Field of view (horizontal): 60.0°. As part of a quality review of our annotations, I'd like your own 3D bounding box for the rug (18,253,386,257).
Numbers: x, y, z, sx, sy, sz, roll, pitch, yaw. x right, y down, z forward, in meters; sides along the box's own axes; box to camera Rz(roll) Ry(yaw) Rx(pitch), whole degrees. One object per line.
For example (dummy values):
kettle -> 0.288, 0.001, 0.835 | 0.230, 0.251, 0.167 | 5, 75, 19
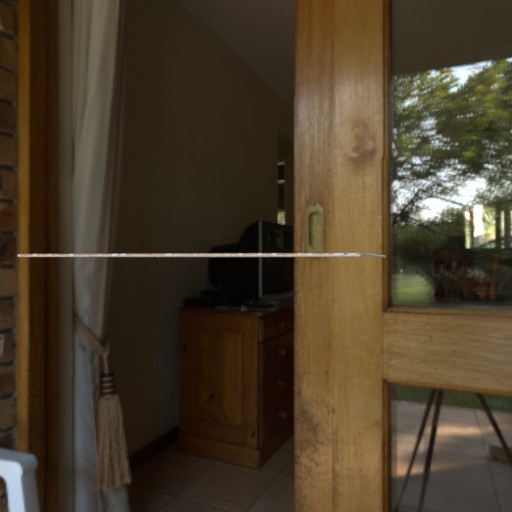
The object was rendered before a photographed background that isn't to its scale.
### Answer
rug -> 0.000, 0.000, 2.280 | 1.219, 0.011, 1.829 | 0, 0, 18
